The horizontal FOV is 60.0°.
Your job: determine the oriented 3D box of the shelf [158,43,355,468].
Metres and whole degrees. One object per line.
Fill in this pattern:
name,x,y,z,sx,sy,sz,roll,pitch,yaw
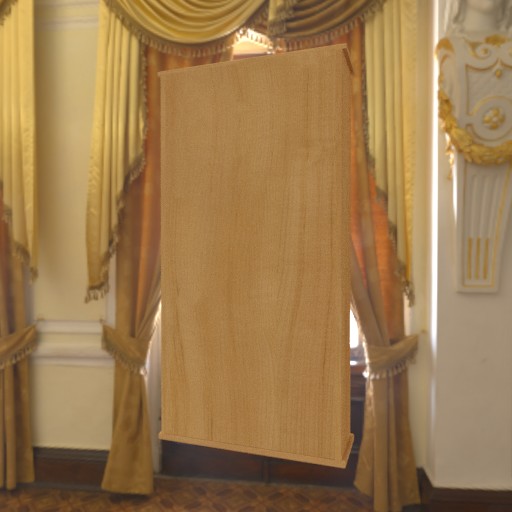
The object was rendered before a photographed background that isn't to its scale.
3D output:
shelf,0.000,0.000,1.237,0.520,1.030,0.175,0,1,19
